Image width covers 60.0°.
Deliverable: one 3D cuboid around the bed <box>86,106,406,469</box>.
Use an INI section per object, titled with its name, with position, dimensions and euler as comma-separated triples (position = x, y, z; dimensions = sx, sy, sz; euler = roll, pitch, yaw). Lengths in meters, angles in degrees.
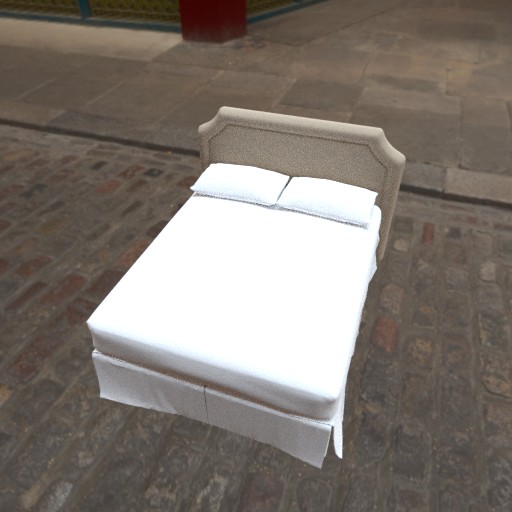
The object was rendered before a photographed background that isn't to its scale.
[bed]
position = 0.000, 0.000, 3.305
dimensions = 1.828, 1.301, 2.204
euler = 13, 42, 14
